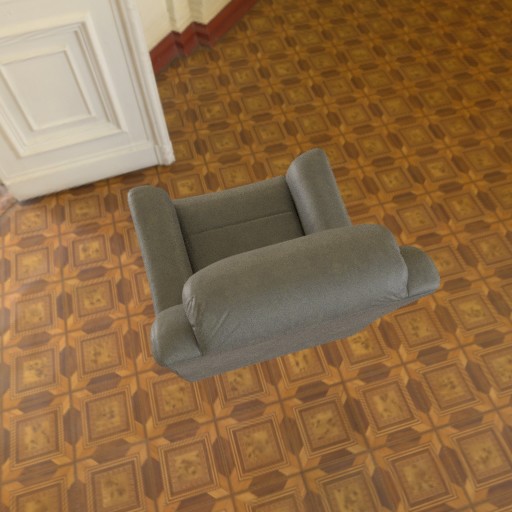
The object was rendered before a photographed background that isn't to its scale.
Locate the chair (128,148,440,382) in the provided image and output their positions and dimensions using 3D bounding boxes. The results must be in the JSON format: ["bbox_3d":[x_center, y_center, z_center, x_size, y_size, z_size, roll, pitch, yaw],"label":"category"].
[{"bbox_3d":[0.000,0.000,1.905,0.965,1.116,1.068,-14,59,-9],"label":"chair"}]
